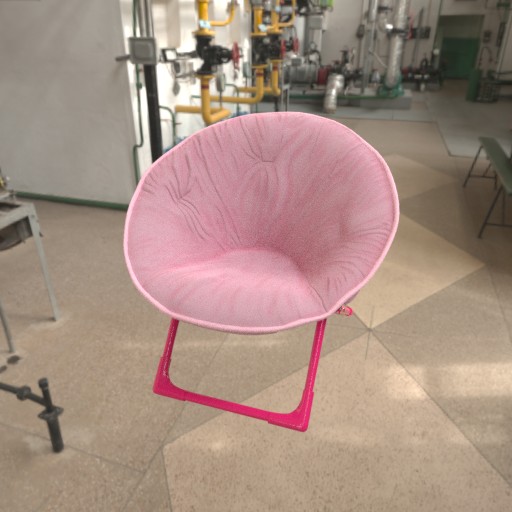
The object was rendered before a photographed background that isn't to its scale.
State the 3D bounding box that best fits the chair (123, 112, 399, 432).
[{"bbox_3d":[0.000,0.000,0.894,0.522,0.494,0.459,9,28,16],"label":"chair"}]
